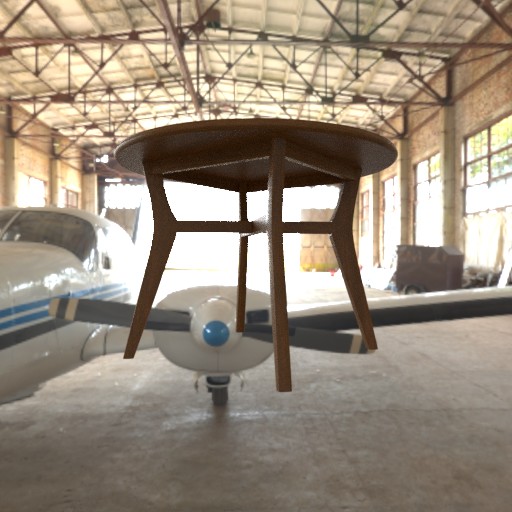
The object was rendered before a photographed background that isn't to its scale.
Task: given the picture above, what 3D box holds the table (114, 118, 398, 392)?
[{"bbox_3d":[0.000,0.000,1.729,1.055,0.757,1.055,0,0,0],"label":"table"}]
